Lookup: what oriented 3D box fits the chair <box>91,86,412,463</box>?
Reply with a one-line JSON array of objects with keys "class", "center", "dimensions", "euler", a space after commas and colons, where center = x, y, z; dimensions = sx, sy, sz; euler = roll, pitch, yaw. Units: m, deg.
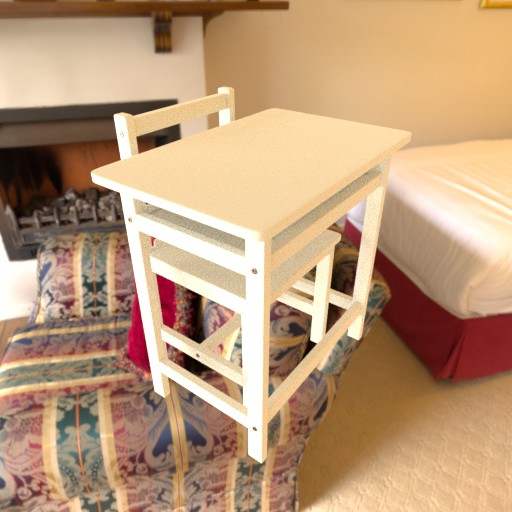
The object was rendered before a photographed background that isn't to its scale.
[{"class": "chair", "center": [0.000, 0.000, 1.070], "dimensions": [0.461, 0.673, 0.599], "euler": [21, 38, 30]}]
